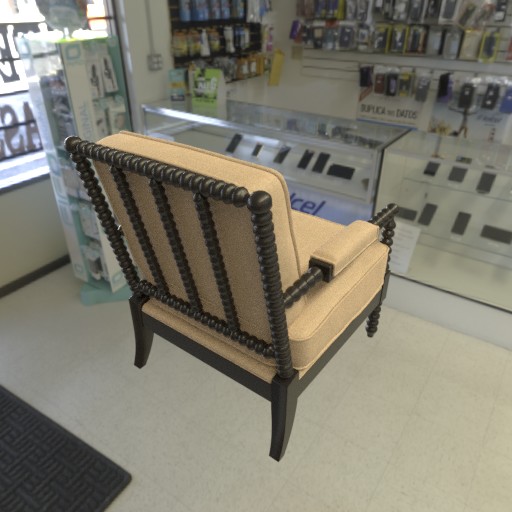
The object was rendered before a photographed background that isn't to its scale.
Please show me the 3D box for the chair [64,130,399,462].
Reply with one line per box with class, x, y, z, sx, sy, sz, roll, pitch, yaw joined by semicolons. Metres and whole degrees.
chair;0.000;0.000;1.179;0.555;0.703;0.657;21;37;31
